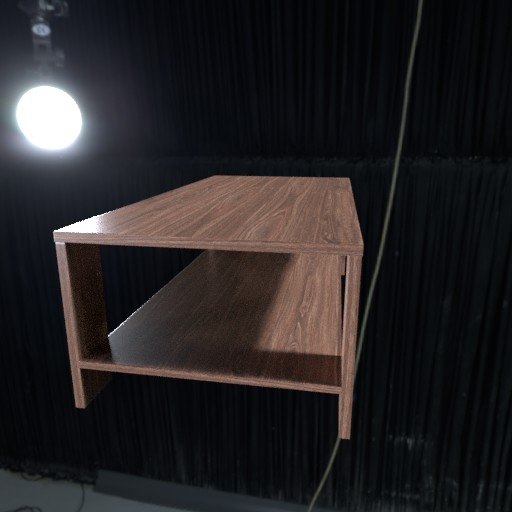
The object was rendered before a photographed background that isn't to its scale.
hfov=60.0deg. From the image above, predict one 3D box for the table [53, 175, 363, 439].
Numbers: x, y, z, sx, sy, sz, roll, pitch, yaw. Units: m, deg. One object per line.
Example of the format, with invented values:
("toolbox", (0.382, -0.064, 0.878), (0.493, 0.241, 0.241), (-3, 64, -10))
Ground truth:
("table", (0.000, 0.000, 1.449), (0.600, 0.400, 1.200), (3, 16, 10))
